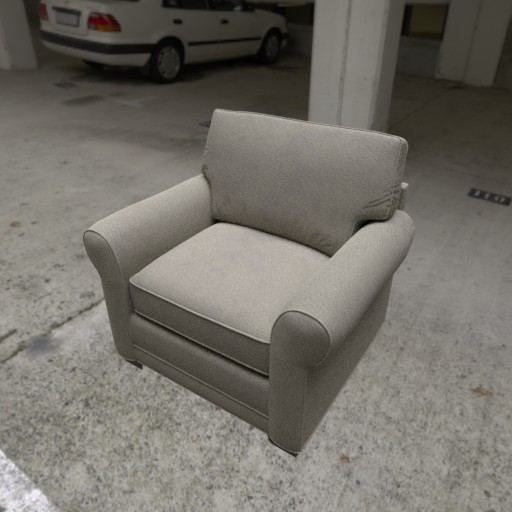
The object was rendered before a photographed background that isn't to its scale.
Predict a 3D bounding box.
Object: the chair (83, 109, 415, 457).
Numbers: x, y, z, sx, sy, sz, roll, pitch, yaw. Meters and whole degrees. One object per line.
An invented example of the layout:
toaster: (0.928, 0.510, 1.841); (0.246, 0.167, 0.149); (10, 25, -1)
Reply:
chair: (0.000, 0.000, 1.932); (1.147, 1.044, 0.939); (19, 35, 28)
